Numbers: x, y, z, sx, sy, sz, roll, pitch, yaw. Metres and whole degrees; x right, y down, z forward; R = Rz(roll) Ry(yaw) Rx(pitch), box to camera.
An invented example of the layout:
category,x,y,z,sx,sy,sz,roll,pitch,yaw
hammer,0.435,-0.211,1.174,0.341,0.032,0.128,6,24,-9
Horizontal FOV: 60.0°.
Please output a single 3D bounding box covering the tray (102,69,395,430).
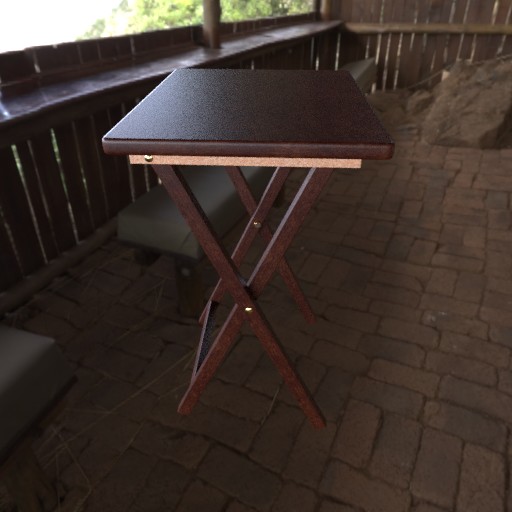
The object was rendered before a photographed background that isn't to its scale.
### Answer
category,x,y,z,sx,sy,sz,roll,pitch,yaw
tray,0.000,0.000,0.946,0.381,0.660,0.483,2,33,3
